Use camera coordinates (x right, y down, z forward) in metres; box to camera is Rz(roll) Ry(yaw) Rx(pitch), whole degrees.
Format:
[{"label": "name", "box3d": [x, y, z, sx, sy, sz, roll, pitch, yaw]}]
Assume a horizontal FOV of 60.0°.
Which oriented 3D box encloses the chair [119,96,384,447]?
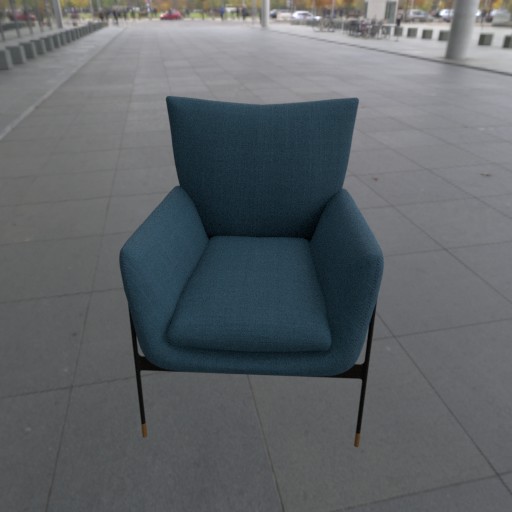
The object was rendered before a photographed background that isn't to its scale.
[{"label": "chair", "box3d": [0.000, 0.000, 1.421, 0.678, 0.859, 0.769, 1, 29, 3]}]
